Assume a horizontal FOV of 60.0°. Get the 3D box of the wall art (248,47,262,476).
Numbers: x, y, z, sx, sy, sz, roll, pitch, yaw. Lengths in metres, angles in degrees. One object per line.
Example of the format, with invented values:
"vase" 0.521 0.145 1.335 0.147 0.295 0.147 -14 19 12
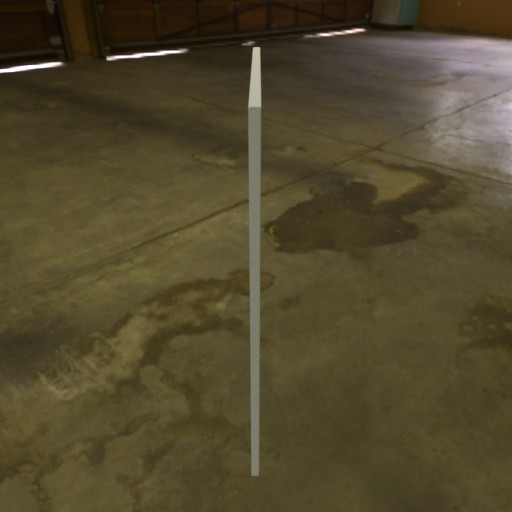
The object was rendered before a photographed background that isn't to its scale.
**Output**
"wall art" 0.000 0.000 0.669 0.012 0.529 0.374 0 32 0
